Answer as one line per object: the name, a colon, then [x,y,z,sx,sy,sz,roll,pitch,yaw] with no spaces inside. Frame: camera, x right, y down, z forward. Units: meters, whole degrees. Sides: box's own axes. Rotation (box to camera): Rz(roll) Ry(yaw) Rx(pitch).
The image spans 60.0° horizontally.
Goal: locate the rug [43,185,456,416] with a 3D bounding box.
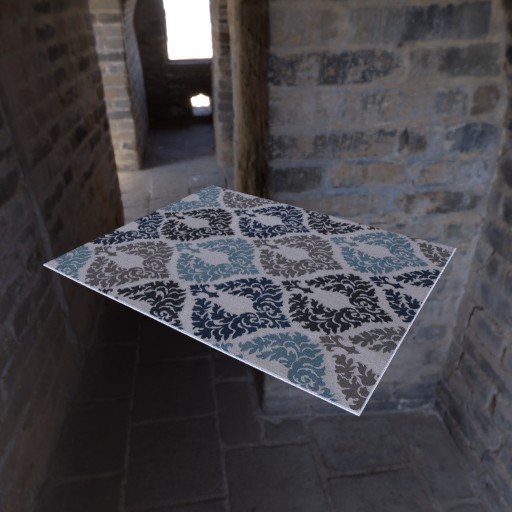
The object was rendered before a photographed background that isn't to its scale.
rug: [0.000,0.000,4.146,3.040,0.014,2.423,18,35,29]
